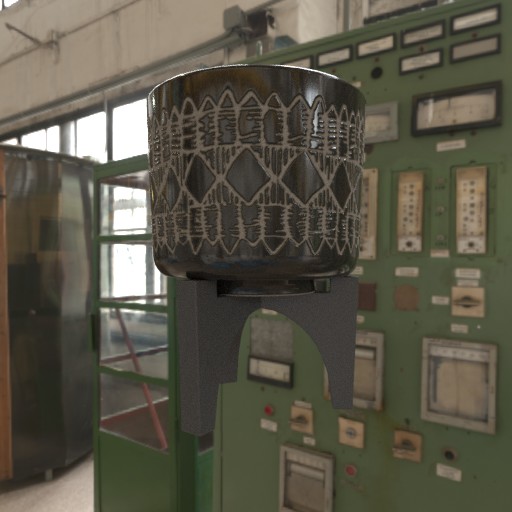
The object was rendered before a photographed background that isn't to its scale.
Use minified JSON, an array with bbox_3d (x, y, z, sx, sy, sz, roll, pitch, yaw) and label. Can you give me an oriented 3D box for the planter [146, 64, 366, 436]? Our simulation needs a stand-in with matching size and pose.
[{"bbox_3d":[0.000,0.000,0.267,0.129,0.177,0.129,0,0,0],"label":"planter"}]
